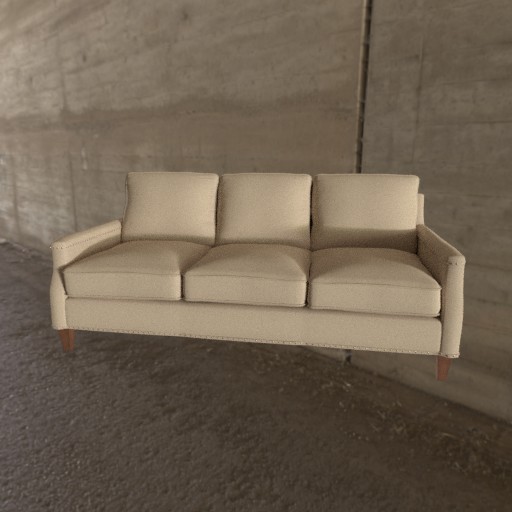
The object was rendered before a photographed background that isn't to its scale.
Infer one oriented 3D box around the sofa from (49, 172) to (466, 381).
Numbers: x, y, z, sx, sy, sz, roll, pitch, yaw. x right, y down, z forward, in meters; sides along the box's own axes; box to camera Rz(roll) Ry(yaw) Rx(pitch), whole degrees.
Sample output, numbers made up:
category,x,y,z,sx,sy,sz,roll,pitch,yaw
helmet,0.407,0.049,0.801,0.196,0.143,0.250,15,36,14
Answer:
category,x,y,z,sx,sy,sz,roll,pitch,yaw
sofa,0.000,0.000,2.807,2.246,1.003,1.084,2,14,9
